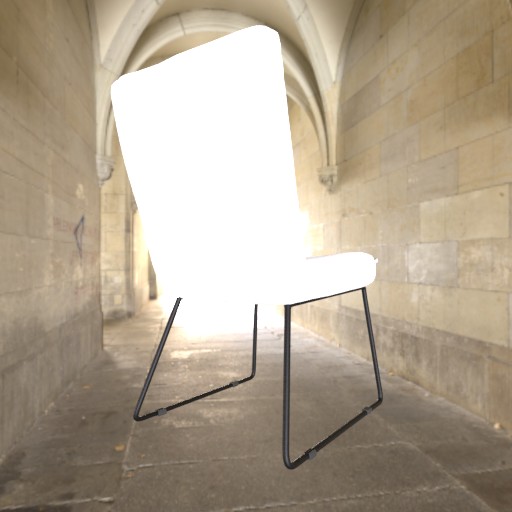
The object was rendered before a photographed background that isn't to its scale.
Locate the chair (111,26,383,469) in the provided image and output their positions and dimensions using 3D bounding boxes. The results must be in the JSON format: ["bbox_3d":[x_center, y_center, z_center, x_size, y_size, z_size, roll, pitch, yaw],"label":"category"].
[{"bbox_3d":[0.000,0.000,1.276,0.515,0.930,0.688,0,-1,35],"label":"chair"}]
